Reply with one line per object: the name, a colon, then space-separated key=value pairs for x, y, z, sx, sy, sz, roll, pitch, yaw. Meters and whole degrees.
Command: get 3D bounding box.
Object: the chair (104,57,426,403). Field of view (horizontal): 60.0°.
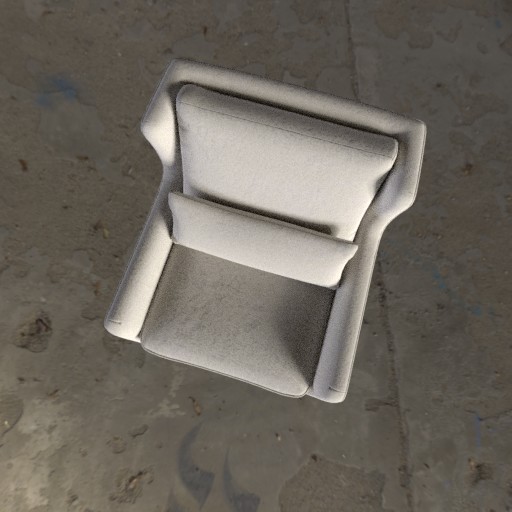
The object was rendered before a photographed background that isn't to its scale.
chair: x=0.000 y=0.000 z=1.913 sx=0.982 sy=1.056 sz=1.040 roll=16 pitch=76 yaw=4
